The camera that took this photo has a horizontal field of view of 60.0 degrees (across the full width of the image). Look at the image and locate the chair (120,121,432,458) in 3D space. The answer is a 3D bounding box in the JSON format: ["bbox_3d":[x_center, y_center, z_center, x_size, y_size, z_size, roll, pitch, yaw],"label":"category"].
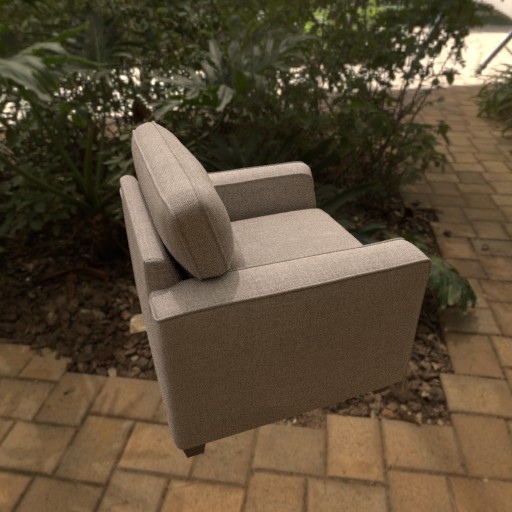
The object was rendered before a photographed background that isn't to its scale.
[{"bbox_3d":[0.000,0.000,1.800,0.939,0.965,1.015,-11,33,-17],"label":"chair"}]
